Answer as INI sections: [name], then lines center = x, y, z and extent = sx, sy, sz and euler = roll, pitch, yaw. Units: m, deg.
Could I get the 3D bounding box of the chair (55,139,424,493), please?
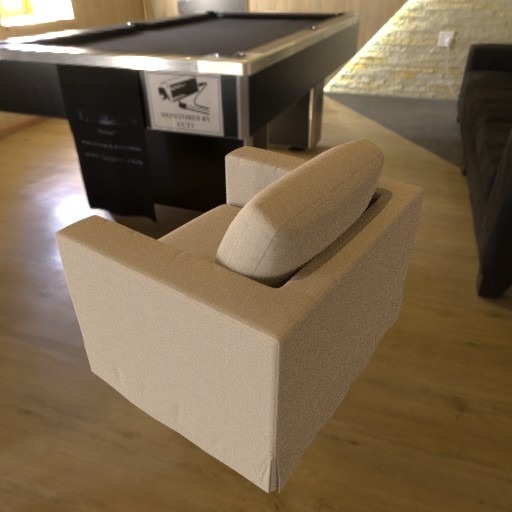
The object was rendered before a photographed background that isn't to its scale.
[chair]
center = 0.000, 0.000, 1.780
extent = 0.957, 0.878, 1.150
euler = 21, 38, 29
